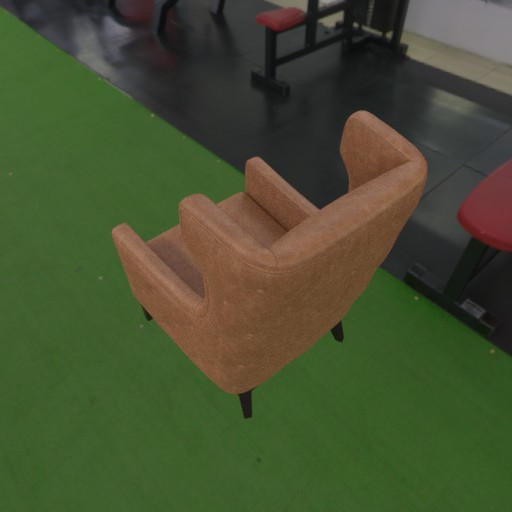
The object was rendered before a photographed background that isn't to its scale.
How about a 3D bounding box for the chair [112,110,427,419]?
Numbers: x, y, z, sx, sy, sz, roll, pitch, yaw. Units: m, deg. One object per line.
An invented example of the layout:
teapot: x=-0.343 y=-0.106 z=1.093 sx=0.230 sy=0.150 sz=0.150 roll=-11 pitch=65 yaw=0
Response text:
chair: x=0.000 y=0.000 z=1.683 sx=0.766 sy=1.079 sz=0.899 roll=-32 pitch=55 yaw=-26
